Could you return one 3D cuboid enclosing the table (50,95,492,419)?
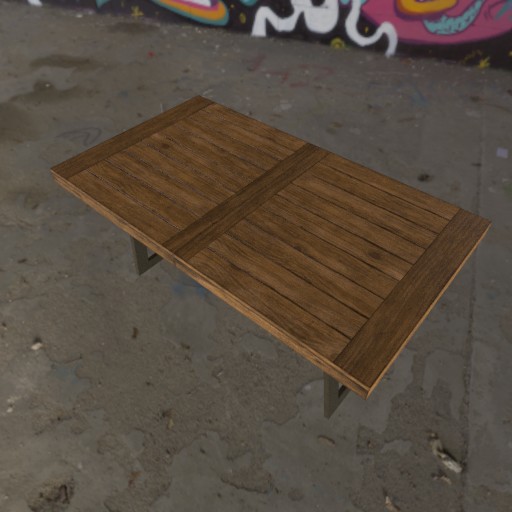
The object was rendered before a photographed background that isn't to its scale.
[{"bbox_3d":[0.000,0.000,2.135,1.641,0.757,0.931,32,54,27],"label":"table"}]
